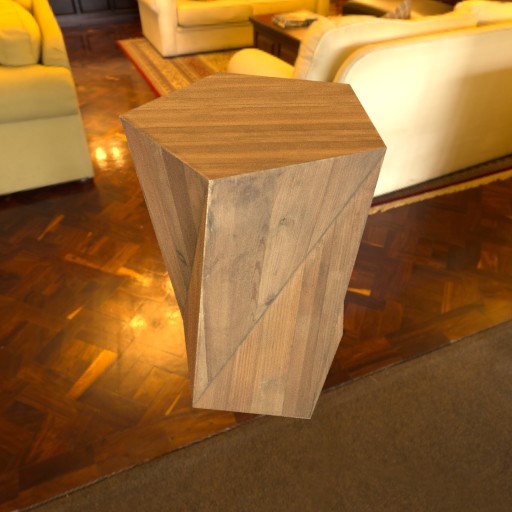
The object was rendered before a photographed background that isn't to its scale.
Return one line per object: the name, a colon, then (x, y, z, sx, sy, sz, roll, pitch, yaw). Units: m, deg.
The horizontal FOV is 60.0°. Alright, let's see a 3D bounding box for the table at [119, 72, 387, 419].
table: (0.000, 0.000, 0.910, 0.425, 0.604, 0.441, 11, 41, 13)
